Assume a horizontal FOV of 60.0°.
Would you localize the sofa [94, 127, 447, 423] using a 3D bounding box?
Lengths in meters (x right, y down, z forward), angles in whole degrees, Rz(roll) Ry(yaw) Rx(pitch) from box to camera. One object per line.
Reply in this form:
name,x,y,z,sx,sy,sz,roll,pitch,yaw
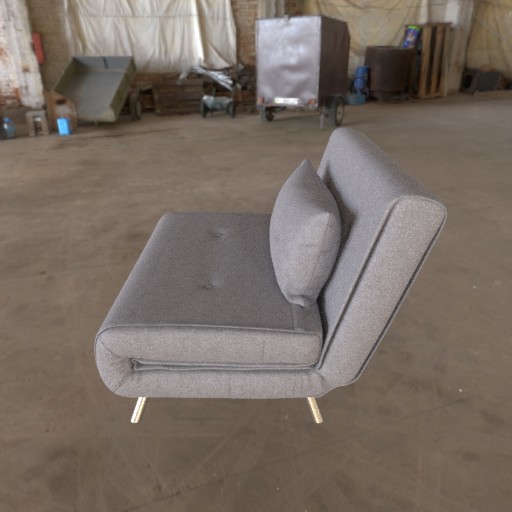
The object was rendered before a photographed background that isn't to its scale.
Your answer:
sofa,0.000,0.000,1.745,1.000,0.825,1.020,0,26,0
